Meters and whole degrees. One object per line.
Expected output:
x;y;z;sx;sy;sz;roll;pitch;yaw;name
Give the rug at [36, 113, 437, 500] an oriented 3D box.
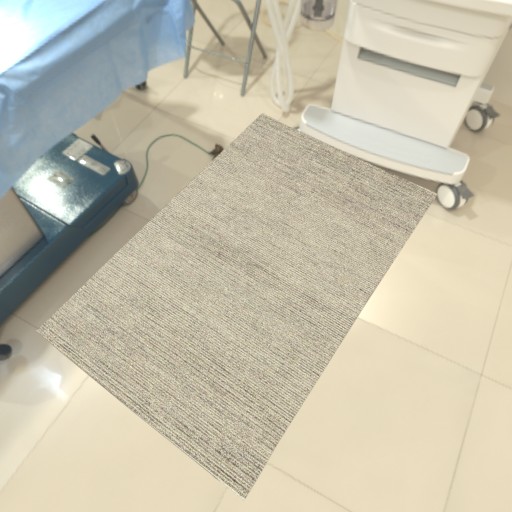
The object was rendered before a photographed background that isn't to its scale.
0.000;0.000;2.206;1.162;0.022;1.804;31;63;18;rug
